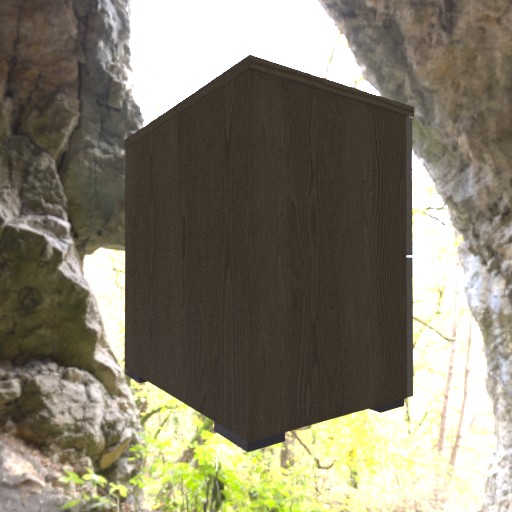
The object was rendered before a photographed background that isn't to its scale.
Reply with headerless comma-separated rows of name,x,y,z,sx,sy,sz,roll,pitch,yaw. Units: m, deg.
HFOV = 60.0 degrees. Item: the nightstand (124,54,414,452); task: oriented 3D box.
nightstand,0.000,0.000,0.784,0.325,0.461,0.442,0,-1,-35
